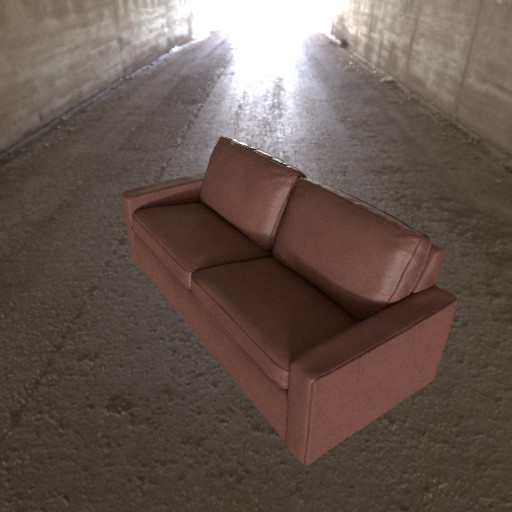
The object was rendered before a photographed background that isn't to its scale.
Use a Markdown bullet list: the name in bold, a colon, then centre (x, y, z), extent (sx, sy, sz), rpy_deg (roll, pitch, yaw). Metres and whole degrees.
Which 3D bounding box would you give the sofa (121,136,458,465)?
- **sofa**: centre (0.000, 0.000, 2.626), extent (0.940, 0.919, 2.080), rpy_deg (-20, 37, -28)
